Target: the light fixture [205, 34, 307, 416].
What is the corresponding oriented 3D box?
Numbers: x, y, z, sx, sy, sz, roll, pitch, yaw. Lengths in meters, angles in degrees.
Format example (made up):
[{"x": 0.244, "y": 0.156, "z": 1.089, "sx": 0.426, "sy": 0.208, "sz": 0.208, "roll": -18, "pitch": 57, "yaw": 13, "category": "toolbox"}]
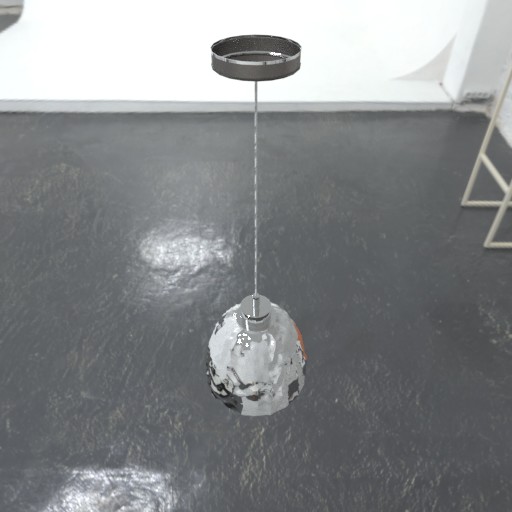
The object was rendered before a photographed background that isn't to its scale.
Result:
[{"x": 0.000, "y": 0.000, "z": 1.709, "sx": 0.496, "sy": 1.511, "sz": 0.500, "roll": -13, "pitch": 43, "yaw": -14, "category": "light fixture"}]
